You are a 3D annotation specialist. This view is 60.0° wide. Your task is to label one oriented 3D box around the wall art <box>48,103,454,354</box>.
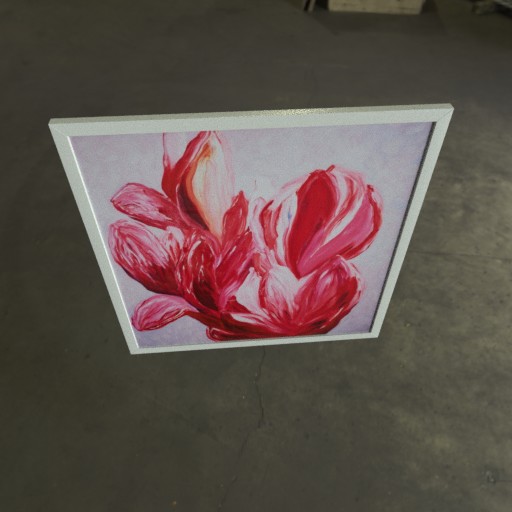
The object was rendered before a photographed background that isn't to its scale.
[{"bbox_3d":[0.000,0.000,1.167,0.805,0.803,0.022,-3,45,-3],"label":"wall art"}]
